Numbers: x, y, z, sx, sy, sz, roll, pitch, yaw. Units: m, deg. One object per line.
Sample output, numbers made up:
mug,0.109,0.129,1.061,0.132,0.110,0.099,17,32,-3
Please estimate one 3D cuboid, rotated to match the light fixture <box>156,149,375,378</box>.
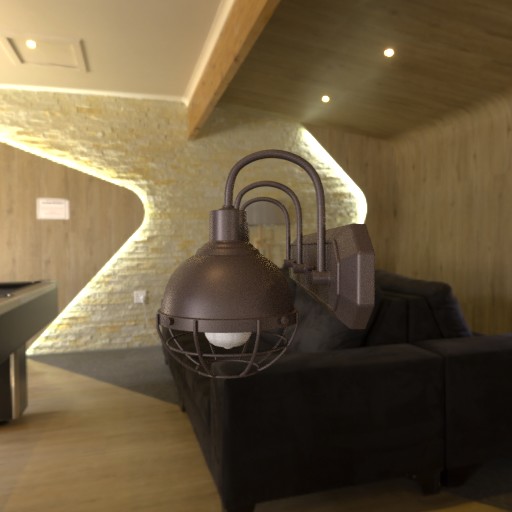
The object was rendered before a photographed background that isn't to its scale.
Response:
light fixture,0.000,0.000,0.749,0.229,0.254,0.634,0,1,0
